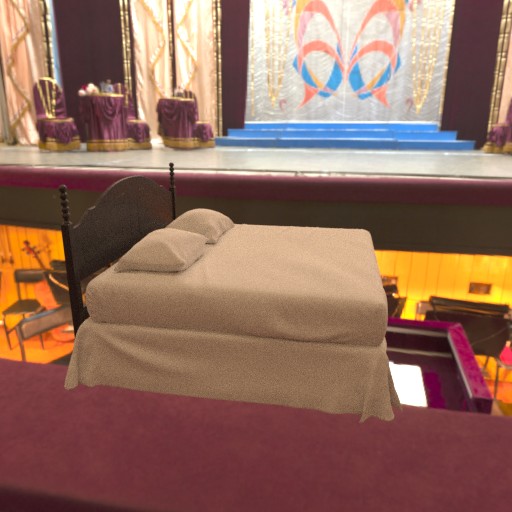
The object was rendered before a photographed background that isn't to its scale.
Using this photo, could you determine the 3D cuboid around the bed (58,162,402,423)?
[{"bbox_3d":[0.000,0.000,3.682,2.219,1.355,2.322,3,17,11],"label":"bed"}]
